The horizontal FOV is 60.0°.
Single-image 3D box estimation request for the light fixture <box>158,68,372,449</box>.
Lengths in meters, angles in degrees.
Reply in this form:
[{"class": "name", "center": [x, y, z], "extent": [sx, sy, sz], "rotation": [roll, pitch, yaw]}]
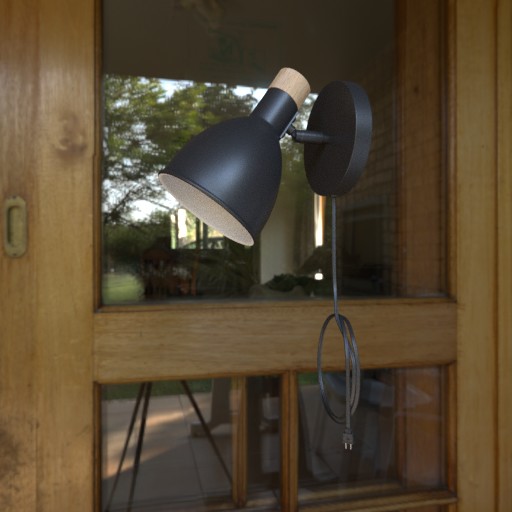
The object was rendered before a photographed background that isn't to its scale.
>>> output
[{"class": "light fixture", "center": [0.000, 0.000, 0.469], "extent": [0.203, 0.401, 0.127], "rotation": [0, 0, -18]}]
